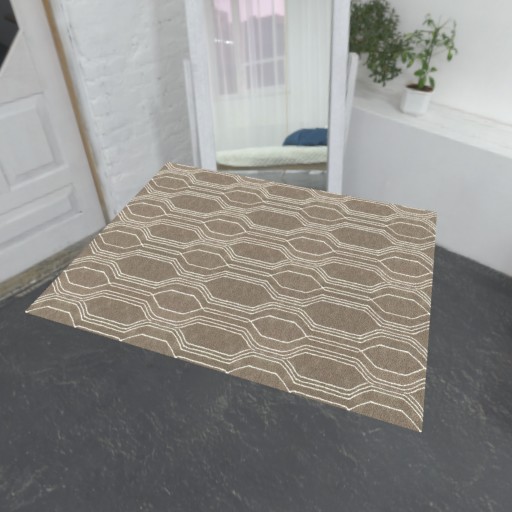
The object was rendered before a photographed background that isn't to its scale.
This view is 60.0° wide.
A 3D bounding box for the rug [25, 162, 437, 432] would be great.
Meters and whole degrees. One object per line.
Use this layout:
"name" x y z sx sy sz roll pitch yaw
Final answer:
"rug" 0.000 0.000 4.032 3.062 0.012 2.457 13 44 14
